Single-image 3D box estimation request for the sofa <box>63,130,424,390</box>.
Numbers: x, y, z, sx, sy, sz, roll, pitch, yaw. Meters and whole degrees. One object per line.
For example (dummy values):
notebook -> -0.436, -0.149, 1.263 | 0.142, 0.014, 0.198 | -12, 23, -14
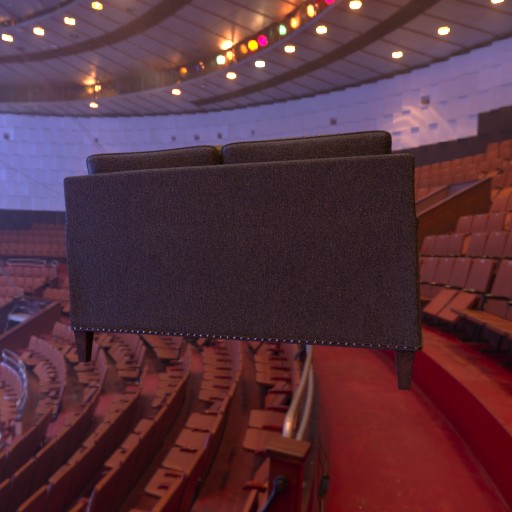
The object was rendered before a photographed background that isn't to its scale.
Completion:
sofa -> 0.000, 0.000, 2.277 | 1.597, 1.003, 1.084 | 0, 0, 18
